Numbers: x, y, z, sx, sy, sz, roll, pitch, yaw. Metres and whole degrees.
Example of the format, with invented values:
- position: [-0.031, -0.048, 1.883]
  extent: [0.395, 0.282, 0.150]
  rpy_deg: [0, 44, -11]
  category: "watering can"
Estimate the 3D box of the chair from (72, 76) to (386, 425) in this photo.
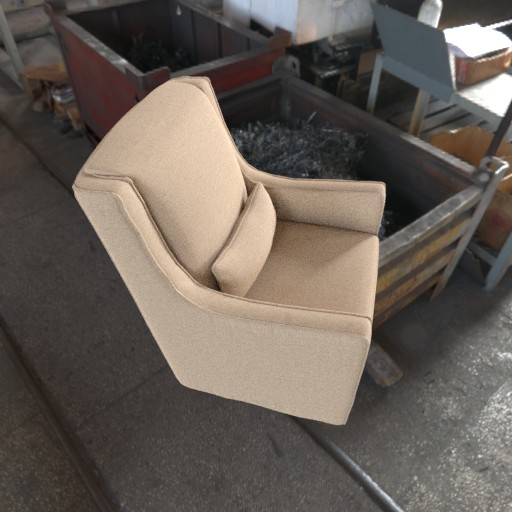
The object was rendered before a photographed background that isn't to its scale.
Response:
- position: [0.000, 0.000, 1.592]
  extent: [0.879, 0.993, 0.732]
  rpy_deg: [11, 47, 10]
  category: "chair"
